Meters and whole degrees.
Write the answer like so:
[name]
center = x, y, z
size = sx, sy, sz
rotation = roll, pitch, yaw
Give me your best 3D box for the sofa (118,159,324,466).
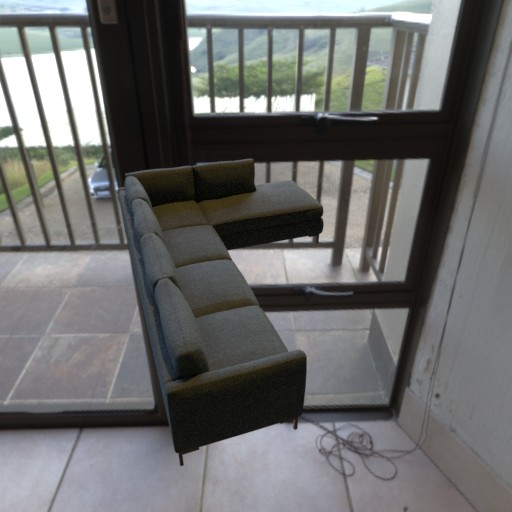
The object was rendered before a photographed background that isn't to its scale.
[sofa]
center = 0.000, 0.000, 3.796
size = 2.007, 0.815, 2.949
rotation = -10, 32, -17
